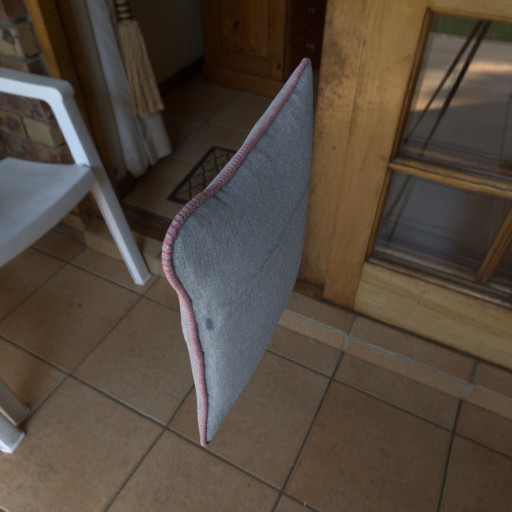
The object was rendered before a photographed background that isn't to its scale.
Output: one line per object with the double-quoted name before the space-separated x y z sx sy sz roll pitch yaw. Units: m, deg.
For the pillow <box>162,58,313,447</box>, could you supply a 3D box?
"pillow" 0.000 0.000 0.738 0.124 0.491 0.482 16 47 15
